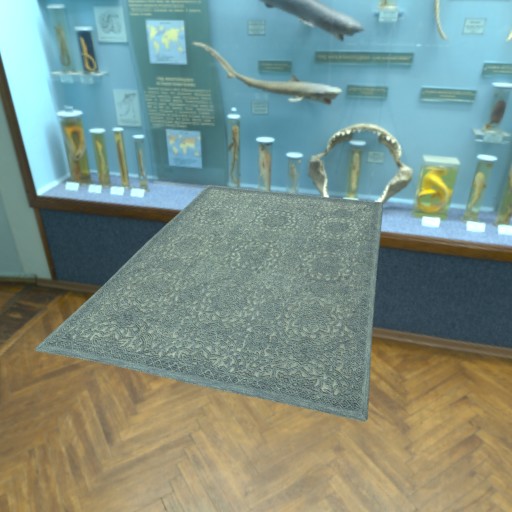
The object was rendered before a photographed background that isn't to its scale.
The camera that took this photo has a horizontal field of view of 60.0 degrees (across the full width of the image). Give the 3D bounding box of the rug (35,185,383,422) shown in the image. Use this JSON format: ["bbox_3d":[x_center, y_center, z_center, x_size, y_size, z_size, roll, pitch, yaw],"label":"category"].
[{"bbox_3d":[0.000,0.000,2.282,1.224,0.016,1.830,8,30,13],"label":"rug"}]
